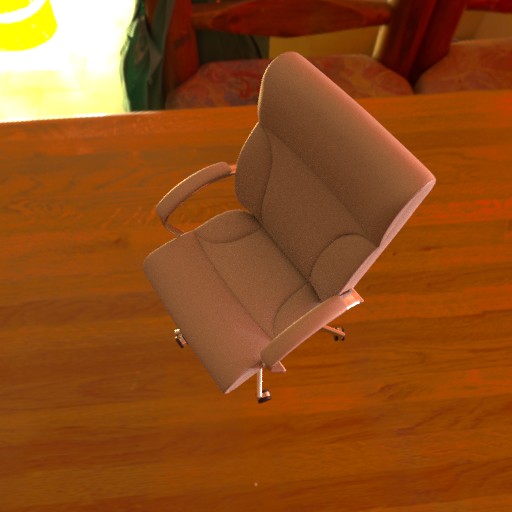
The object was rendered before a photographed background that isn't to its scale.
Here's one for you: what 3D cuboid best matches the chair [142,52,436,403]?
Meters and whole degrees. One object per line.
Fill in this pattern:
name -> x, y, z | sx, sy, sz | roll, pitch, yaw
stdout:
chair -> 0.000, 0.000, 1.550 | 0.745, 1.099, 0.727 | -32, 67, -15
